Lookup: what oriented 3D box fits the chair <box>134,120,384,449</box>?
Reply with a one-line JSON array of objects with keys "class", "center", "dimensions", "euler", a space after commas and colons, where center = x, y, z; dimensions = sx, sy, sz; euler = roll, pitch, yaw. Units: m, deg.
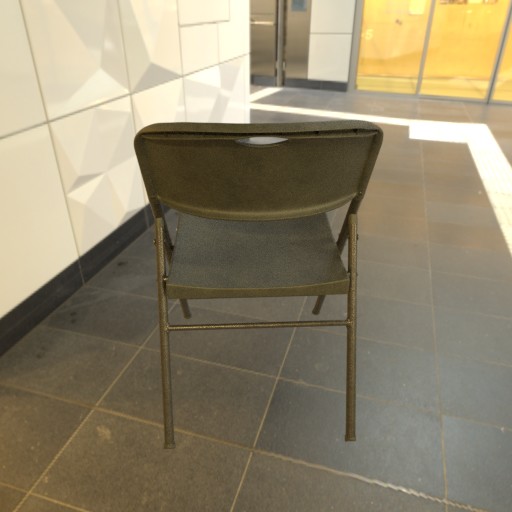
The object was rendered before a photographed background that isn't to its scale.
[{"class": "chair", "center": [0.000, 0.000, 1.157], "dimensions": [0.494, 0.810, 0.566], "euler": [-1, 30, -2]}]
